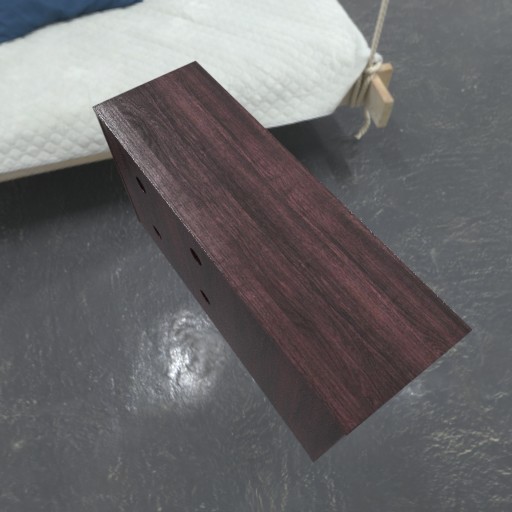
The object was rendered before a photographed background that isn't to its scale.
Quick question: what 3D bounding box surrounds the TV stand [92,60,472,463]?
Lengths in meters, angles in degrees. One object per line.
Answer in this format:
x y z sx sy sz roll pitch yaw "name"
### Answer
0.000 0.000 1.471 0.404 0.614 1.192 -32 65 -17 "TV stand"
